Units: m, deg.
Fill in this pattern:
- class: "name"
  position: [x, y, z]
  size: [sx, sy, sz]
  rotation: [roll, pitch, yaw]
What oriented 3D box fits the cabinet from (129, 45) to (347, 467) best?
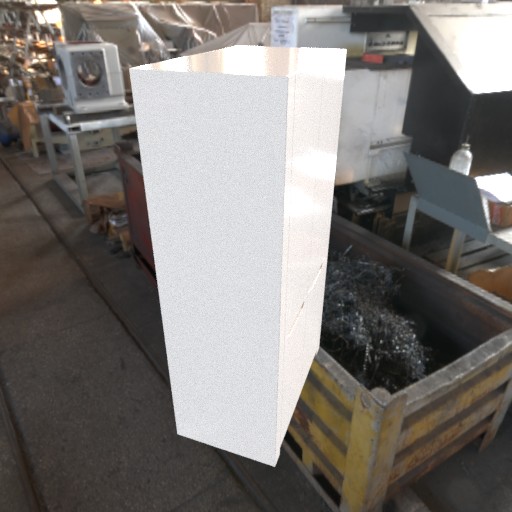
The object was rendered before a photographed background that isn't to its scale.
- class: "cabinet"
  position: [0.000, 0.000, 2.335]
  size: [0.580, 1.920, 0.980]
  rotation: [11, 32, 18]
